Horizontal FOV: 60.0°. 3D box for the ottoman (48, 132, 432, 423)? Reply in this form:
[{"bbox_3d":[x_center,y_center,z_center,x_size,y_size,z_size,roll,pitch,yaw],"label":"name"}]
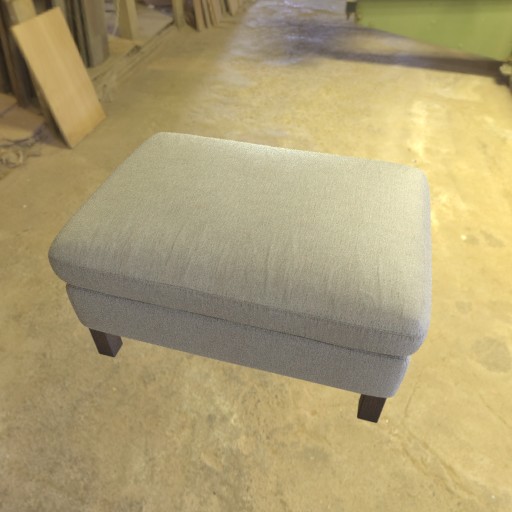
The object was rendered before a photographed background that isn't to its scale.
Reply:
[{"bbox_3d":[0.000,0.000,1.047,0.735,0.404,0.528,11,44,11],"label":"ottoman"}]
